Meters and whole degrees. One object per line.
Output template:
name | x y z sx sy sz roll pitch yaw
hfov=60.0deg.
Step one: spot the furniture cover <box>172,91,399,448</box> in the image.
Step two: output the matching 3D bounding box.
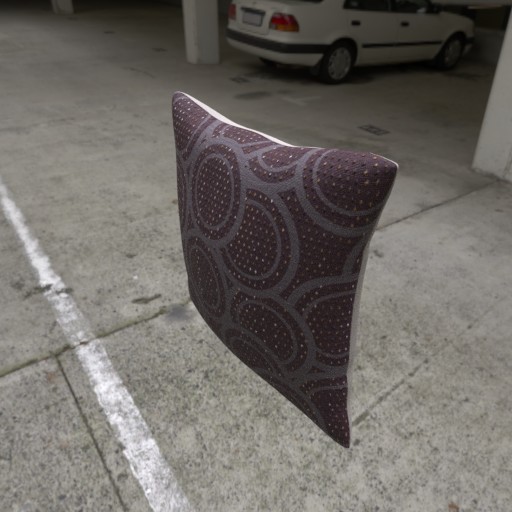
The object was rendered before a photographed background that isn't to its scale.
furniture cover | 0.000 0.000 0.825 0.193 0.509 0.552 -20 36 -31
